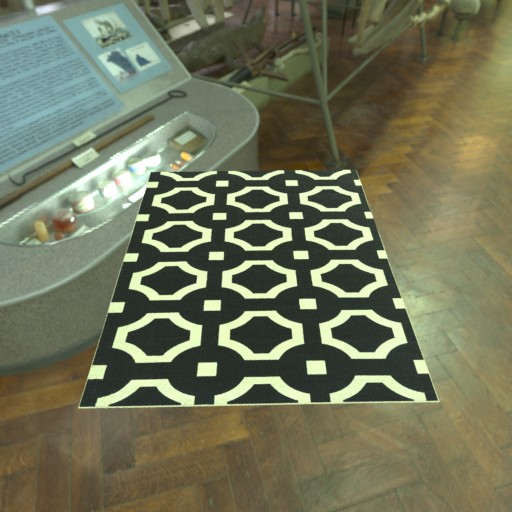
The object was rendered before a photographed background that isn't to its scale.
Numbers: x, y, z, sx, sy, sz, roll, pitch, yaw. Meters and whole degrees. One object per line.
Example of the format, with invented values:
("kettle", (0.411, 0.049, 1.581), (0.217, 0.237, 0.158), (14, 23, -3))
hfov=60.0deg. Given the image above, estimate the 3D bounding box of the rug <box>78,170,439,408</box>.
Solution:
("rug", (0.000, 0.000, 4.155), (2.466, 0.021, 3.049), (-1, 42, -1))
